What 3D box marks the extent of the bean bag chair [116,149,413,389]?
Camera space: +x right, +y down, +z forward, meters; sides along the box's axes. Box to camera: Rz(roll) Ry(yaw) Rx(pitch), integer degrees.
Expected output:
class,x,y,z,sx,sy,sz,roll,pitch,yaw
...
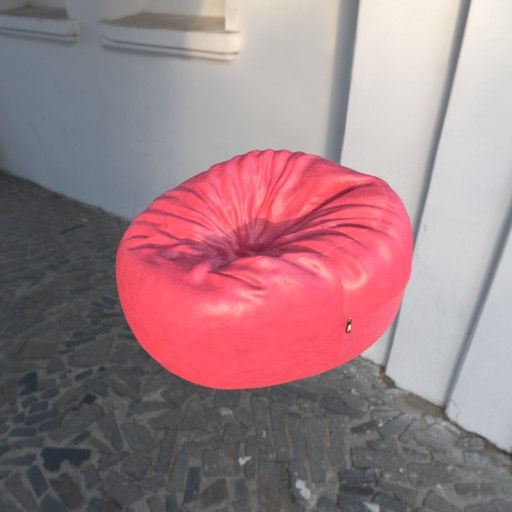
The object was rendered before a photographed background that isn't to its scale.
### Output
class,x,y,z,sx,sy,sz,roll,pitch,yaw
bean bag chair,0.000,0.000,2.512,1.524,0.878,1.524,-21,38,-30
